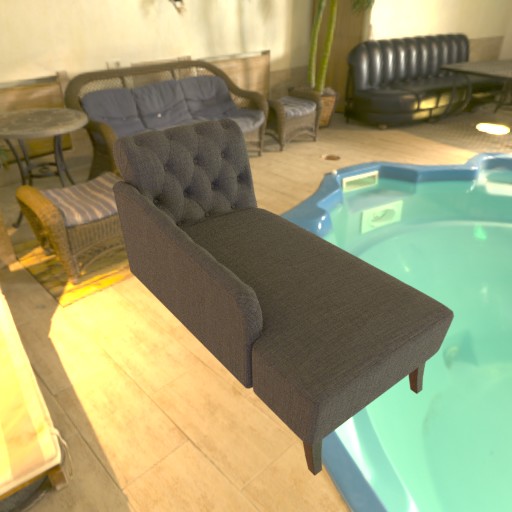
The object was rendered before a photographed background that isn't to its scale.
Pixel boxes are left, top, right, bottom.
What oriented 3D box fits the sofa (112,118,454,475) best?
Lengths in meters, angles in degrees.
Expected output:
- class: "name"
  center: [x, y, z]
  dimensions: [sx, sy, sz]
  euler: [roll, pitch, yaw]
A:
- class: "sofa"
  center: [0.000, 0.000, 1.792]
  dimensions: [0.675, 0.787, 1.379]
  euler: [-22, 37, -32]
